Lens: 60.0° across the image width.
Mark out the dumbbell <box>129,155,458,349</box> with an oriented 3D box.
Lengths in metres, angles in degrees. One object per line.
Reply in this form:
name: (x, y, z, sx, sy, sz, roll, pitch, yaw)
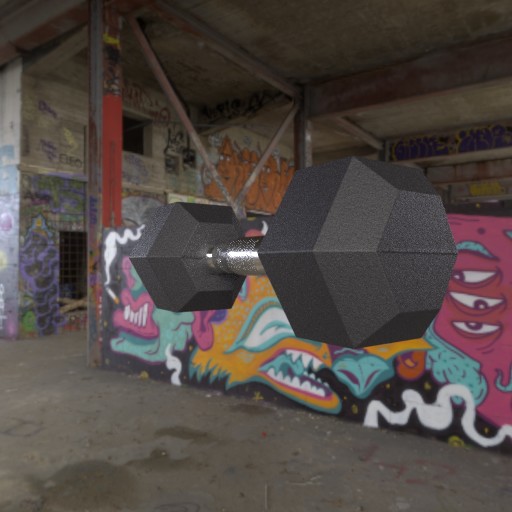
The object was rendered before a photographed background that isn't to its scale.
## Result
dumbbell: (0.000, 0.000, 0.352, 0.116, 0.101, 0.297, 1, -1, -35)
